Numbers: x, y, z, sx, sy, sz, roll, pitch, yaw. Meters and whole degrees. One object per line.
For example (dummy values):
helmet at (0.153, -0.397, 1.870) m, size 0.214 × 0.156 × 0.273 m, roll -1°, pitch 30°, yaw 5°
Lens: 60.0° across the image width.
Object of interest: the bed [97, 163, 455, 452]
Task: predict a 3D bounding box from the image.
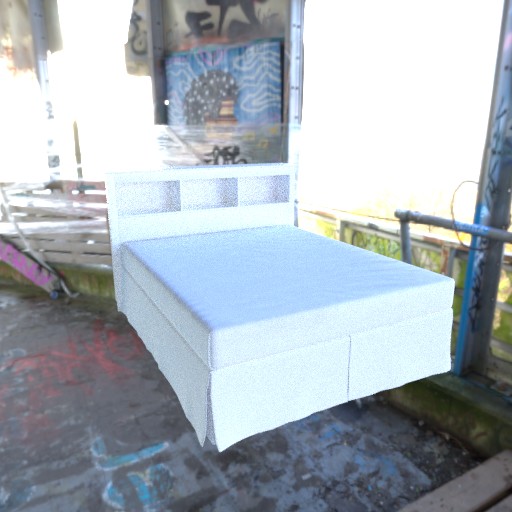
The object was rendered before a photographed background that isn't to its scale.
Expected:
bed at (0.000, 0.000, 3.058) m, size 1.671 × 1.092 × 2.133 m, roll -8°, pitch 17°, yaw -27°
